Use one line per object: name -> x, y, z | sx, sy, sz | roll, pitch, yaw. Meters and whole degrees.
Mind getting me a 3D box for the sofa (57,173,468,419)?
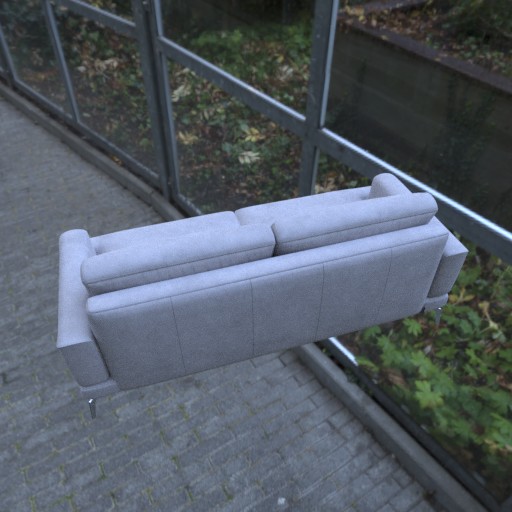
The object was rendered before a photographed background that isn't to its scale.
sofa -> 0.000, 0.000, 2.455 | 2.013, 0.830, 0.980 | -12, 44, -13
